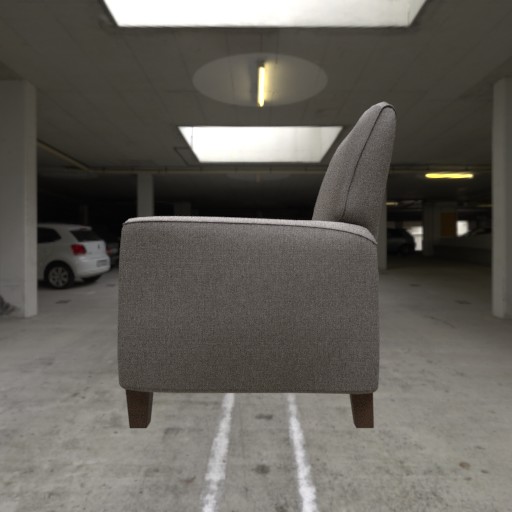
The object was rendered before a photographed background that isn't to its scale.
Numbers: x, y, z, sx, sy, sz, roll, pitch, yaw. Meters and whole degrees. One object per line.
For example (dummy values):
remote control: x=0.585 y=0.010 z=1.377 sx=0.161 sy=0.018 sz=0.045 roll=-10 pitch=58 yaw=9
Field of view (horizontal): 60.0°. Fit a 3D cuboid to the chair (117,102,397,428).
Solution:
chair: x=0.000 y=0.000 z=1.673 sx=0.864 sy=1.014 sz=0.848 roll=0 pitch=0 yaw=0
